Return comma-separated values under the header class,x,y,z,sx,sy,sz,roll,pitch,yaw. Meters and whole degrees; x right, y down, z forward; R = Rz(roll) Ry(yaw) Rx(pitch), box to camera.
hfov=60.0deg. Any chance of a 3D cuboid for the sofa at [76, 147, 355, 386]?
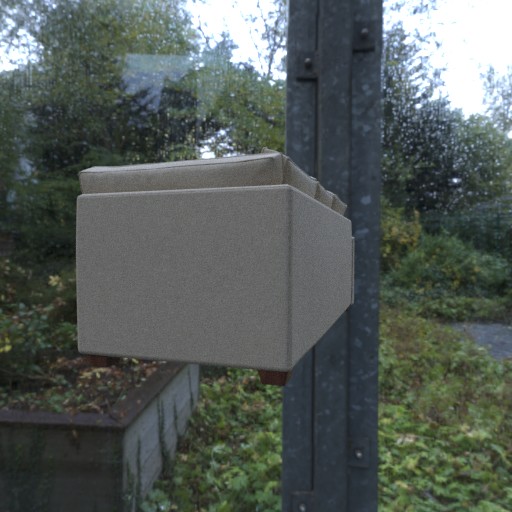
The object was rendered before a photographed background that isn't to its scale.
class,x,y,z,sx,sy,sz,roll,pitch,yaw
sofa,0.000,0.000,2.909,1.061,0.962,2.317,0,1,18
